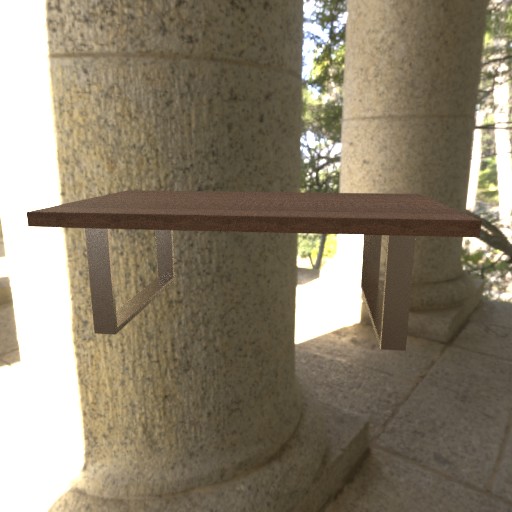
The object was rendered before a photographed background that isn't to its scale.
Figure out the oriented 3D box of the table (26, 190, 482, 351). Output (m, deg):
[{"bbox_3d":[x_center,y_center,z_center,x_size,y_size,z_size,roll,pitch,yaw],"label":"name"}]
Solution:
[{"bbox_3d":[0.000,0.000,1.784,1.400,0.440,0.800,2,14,7],"label":"table"}]
